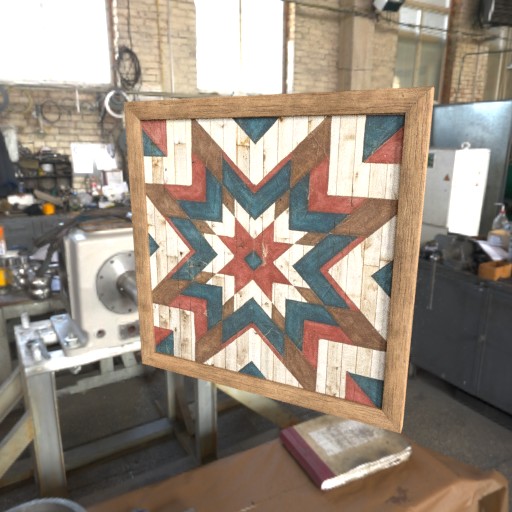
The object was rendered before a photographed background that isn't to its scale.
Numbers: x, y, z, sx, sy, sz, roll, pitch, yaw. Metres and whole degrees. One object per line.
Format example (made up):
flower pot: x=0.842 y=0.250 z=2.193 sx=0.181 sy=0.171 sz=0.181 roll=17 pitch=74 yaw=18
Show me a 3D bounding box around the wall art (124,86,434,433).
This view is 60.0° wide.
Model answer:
wall art: x=0.000 y=0.000 z=1.012 sx=0.695 sy=0.691 sz=0.029 roll=7 pitch=16 yaw=25
